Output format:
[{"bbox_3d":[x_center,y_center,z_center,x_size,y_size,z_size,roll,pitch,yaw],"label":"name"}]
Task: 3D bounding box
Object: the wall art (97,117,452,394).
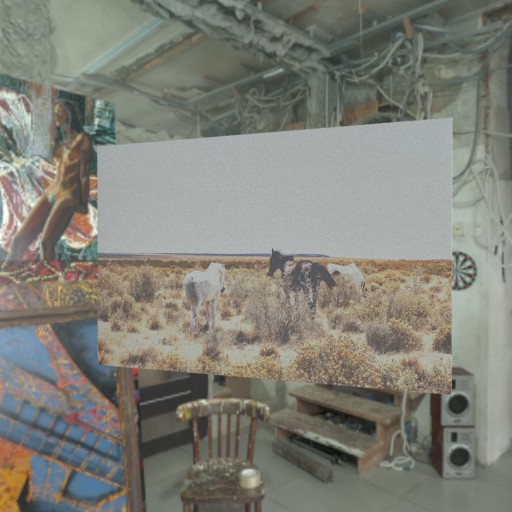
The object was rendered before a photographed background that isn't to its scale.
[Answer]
[{"bbox_3d":[0.000,0.000,1.404,1.138,0.761,0.051,0,0,17],"label":"wall art"}]
